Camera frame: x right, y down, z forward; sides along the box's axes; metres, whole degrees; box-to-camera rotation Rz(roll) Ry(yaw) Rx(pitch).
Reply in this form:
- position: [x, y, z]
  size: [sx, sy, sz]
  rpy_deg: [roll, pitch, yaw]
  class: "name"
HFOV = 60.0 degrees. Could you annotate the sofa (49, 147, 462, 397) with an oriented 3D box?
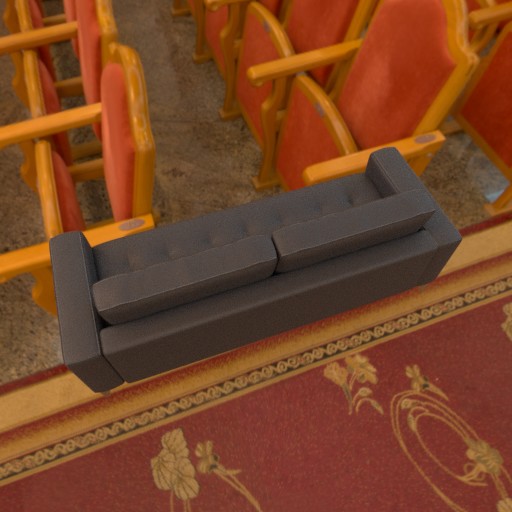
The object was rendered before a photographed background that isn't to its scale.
- position: [0.000, 0.000, 2.693]
  size: [2.275, 0.893, 0.833]
  rpy_deg: [-17, 59, -10]
  class: "sofa"
